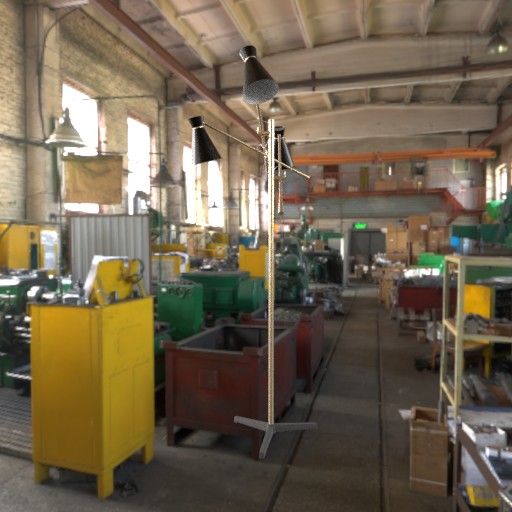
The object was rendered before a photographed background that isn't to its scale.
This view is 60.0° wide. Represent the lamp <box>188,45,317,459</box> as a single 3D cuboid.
[{"bbox_3d":[0.000,0.000,2.187,0.653,1.804,0.750,-1,2,-18],"label":"lamp"}]
